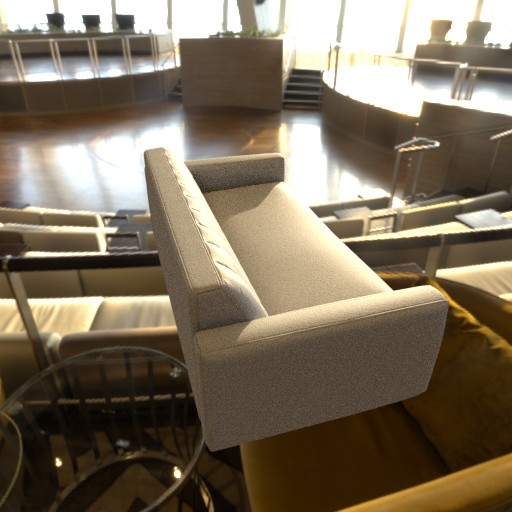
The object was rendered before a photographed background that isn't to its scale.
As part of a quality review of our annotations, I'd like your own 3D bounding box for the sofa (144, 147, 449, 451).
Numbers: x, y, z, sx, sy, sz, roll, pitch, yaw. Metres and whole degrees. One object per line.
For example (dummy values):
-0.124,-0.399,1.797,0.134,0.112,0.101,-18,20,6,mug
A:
0.000,0.000,2.399,0.969,0.814,1.895,-9,32,-15,sofa
